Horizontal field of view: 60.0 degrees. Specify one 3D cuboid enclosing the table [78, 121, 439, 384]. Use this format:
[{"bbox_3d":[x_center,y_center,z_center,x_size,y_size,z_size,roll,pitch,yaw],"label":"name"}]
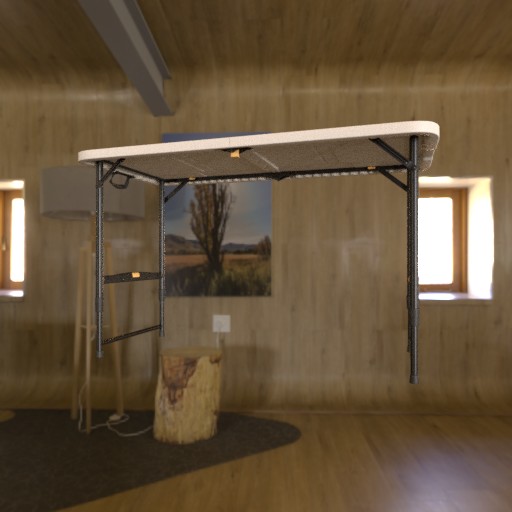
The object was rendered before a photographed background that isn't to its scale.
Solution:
[{"bbox_3d":[0.000,0.000,1.664,1.245,0.737,0.611,0,0,18],"label":"table"}]
